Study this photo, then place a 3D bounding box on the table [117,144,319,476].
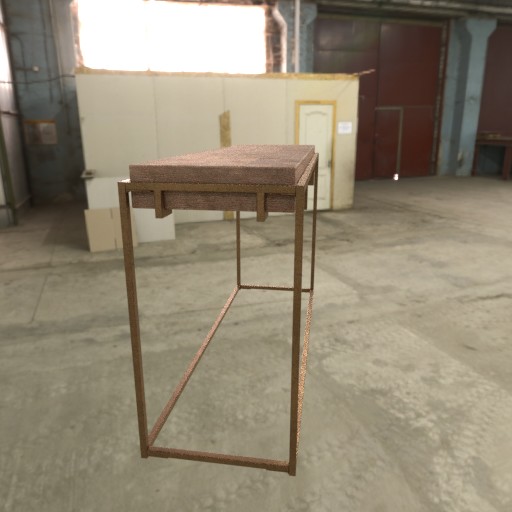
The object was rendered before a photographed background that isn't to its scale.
[{"bbox_3d":[0.000,0.000,1.781,0.440,0.820,1.400,3,16,9],"label":"table"}]
